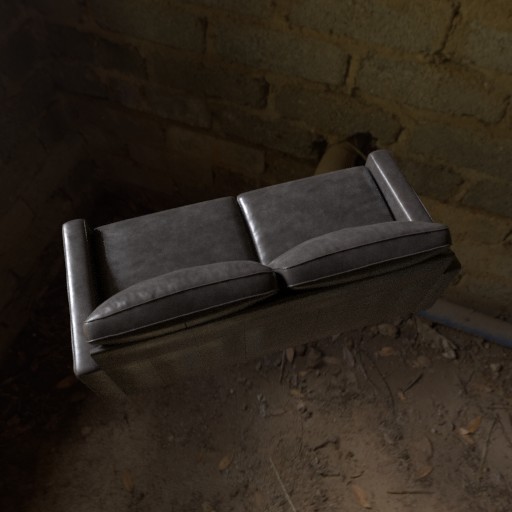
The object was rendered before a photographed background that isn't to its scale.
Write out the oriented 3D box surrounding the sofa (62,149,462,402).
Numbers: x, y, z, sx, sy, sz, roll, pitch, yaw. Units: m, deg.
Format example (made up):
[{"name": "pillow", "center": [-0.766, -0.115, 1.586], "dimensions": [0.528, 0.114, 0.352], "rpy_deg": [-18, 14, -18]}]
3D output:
[{"name": "sofa", "center": [0.000, 0.000, 2.559], "dimensions": [2.081, 0.916, 0.939], "rpy_deg": [-14, 59, -9]}]
